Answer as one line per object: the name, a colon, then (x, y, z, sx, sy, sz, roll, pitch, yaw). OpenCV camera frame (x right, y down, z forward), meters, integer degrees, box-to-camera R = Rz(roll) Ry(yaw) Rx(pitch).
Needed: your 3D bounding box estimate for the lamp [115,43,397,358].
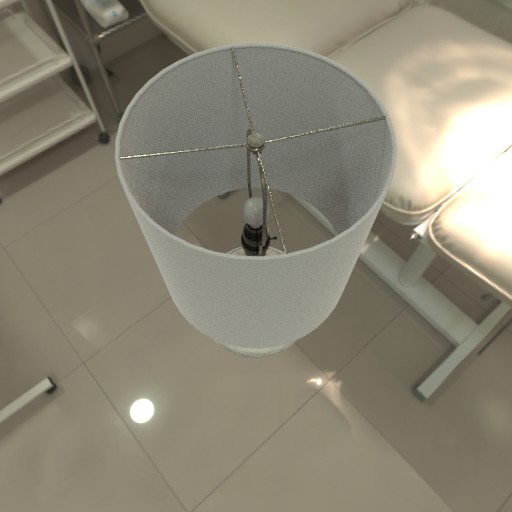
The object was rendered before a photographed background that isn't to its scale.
lamp: (0.000, 0.000, 0.522, 0.216, 0.404, 0.216, -38, 69, -18)
